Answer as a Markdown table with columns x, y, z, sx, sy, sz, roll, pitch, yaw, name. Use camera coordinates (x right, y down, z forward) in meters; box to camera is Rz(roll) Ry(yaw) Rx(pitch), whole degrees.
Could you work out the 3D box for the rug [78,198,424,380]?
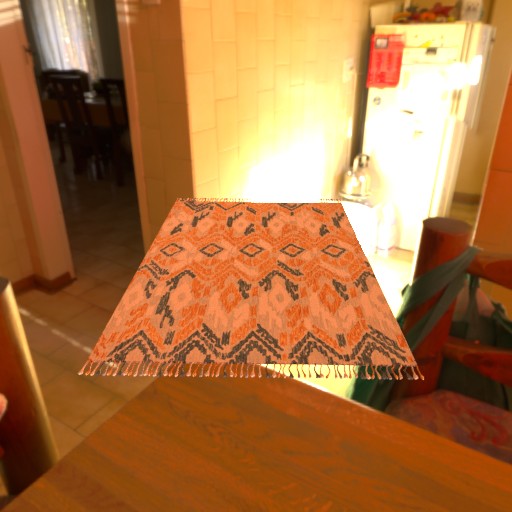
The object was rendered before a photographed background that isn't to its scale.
| x | y | z | sx | sy | sz | roll | pitch | yaw | name |
| --- | --- | --- | --- | --- | --- | --- | --- | --- | --- |
| 0.000 | 0.000 | 3.032 | 1.533 | 0.010 | 2.428 | 1 | 26 | 1 | rug |
